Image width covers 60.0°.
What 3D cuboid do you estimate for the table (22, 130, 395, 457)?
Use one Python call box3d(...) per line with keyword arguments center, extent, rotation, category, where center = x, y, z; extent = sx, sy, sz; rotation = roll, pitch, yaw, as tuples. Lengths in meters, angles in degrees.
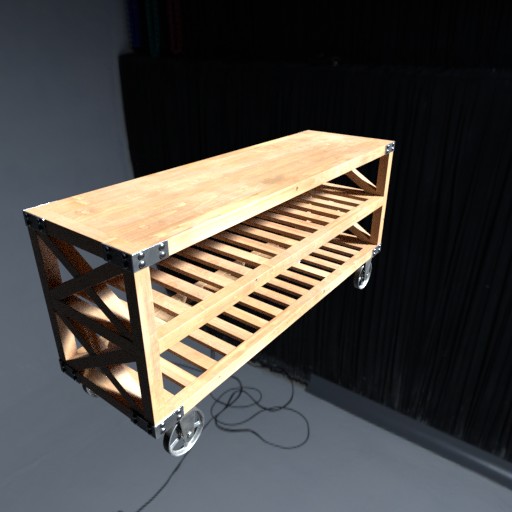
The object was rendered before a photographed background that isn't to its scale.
box3d(center=(0.000, 0.000, 1.746), extent=(0.467, 0.711, 1.487), rotation=(18, 31, 33), category="table")
